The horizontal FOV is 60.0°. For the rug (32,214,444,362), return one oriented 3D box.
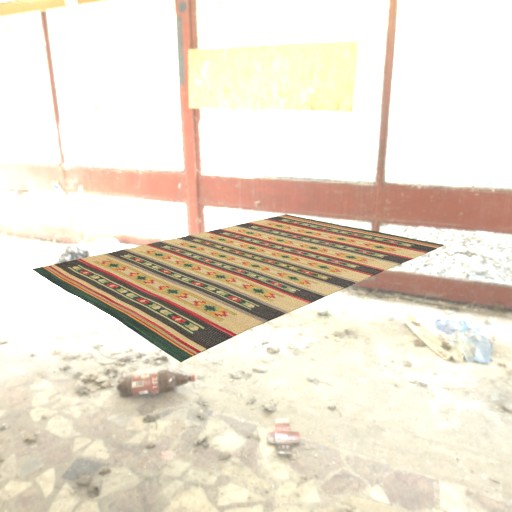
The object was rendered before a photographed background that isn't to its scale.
[{"bbox_3d":[0.000,0.000,2.933,2.311,0.010,1.522,-16,23,-42],"label":"rug"}]
